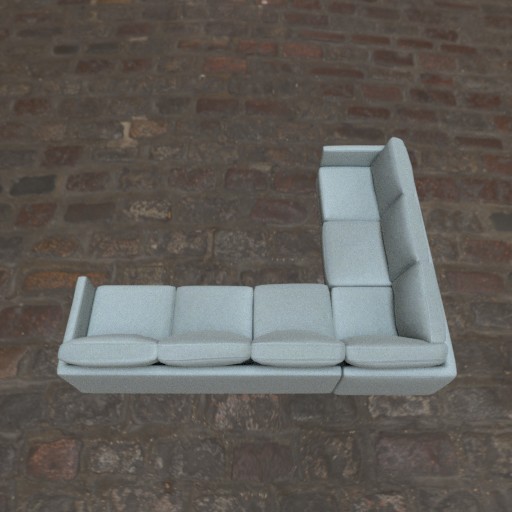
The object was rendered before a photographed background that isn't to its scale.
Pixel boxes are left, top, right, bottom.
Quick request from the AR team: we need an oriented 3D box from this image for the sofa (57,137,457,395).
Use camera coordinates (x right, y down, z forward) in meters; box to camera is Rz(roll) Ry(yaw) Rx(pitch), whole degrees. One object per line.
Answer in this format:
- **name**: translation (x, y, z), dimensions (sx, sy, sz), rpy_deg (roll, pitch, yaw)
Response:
- **sofa**: translation (0.000, 0.000, 4.429), dimensions (3.301, 0.947, 2.592), rpy_deg (0, 59, 0)
